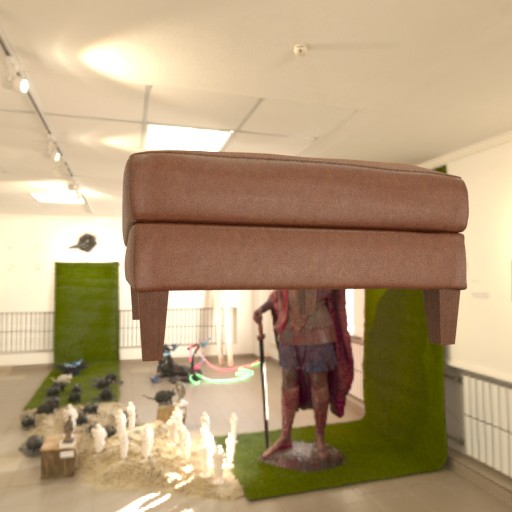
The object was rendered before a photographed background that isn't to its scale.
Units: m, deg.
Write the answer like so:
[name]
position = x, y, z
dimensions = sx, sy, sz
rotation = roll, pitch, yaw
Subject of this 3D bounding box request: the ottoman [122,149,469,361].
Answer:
[ottoman]
position = 0.000, 0.000, 1.441
dimensions = 0.836, 0.472, 0.987
rotation = 1, -2, -17
